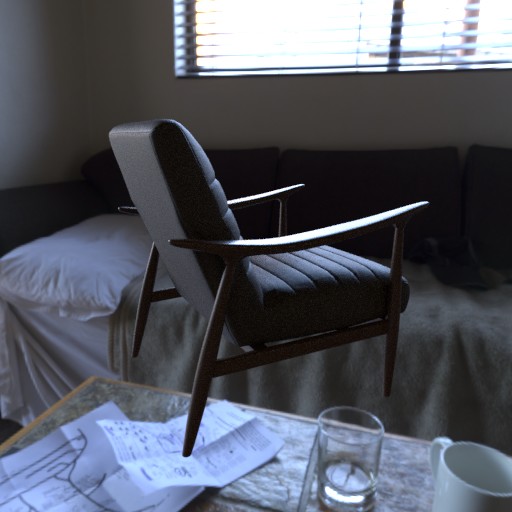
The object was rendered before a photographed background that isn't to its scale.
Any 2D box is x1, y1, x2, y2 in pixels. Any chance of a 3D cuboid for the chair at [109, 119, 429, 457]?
[{"bbox_3d":[0.000,0.000,1.455,0.798,0.831,0.741,-7,16,-26],"label":"chair"}]
